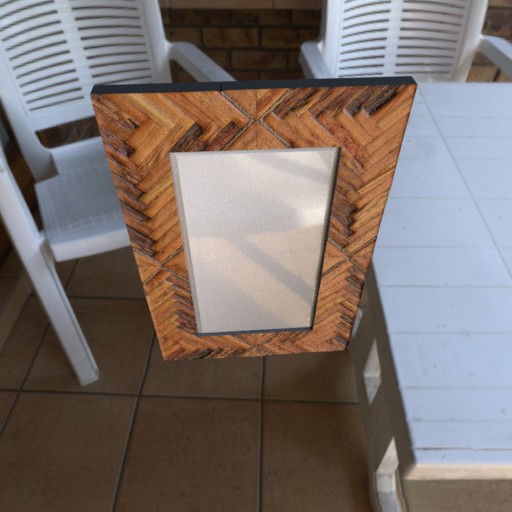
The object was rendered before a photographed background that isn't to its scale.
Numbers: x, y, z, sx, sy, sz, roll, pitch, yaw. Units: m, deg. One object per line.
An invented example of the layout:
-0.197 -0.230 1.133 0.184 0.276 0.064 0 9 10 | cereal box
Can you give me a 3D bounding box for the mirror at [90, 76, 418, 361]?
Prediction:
0.000 0.000 1.155 0.606 0.912 0.044 -3 46 -3 | mirror
